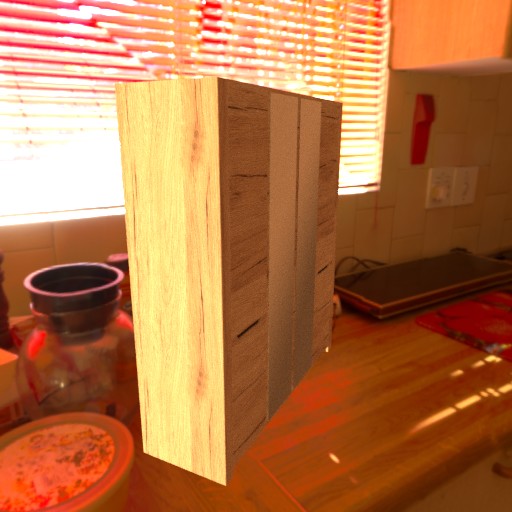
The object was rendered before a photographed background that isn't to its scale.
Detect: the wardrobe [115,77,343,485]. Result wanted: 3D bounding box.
[{"bbox_3d":[0.000,0.000,3.026,0.580,2.070,1.810,8,17,26],"label":"wardrobe"}]
